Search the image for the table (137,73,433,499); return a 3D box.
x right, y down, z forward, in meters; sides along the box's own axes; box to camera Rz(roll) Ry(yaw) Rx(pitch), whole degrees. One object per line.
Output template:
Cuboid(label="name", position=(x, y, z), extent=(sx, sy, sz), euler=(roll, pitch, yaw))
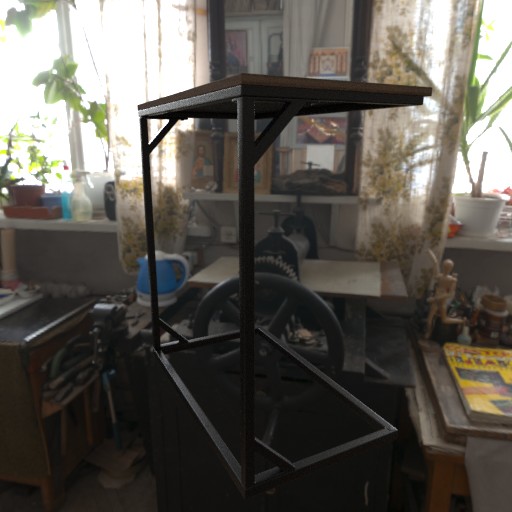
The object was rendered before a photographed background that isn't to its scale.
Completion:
Cuboid(label="table", position=(0.000, 0.000, 0.997), extent=(0.351, 0.673, 0.597), euler=(-7, 16, -26))
